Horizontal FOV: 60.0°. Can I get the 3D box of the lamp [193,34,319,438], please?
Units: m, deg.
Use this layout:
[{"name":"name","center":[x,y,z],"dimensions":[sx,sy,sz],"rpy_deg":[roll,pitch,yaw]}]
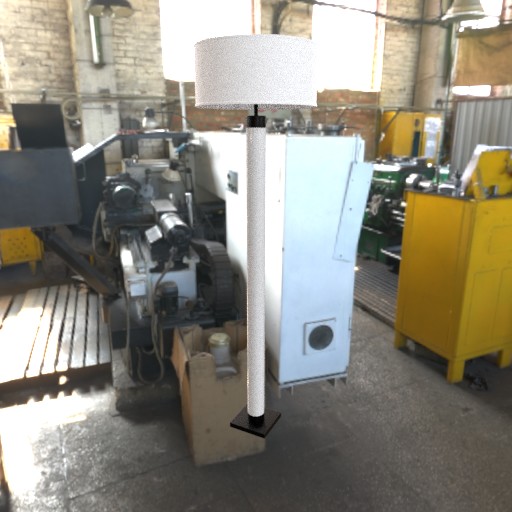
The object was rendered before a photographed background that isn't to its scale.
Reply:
[{"name":"lamp","center":[0.000,0.000,1.685],"dimensions":[0.420,1.475,0.420],"rpy_deg":[8,18,26]}]
